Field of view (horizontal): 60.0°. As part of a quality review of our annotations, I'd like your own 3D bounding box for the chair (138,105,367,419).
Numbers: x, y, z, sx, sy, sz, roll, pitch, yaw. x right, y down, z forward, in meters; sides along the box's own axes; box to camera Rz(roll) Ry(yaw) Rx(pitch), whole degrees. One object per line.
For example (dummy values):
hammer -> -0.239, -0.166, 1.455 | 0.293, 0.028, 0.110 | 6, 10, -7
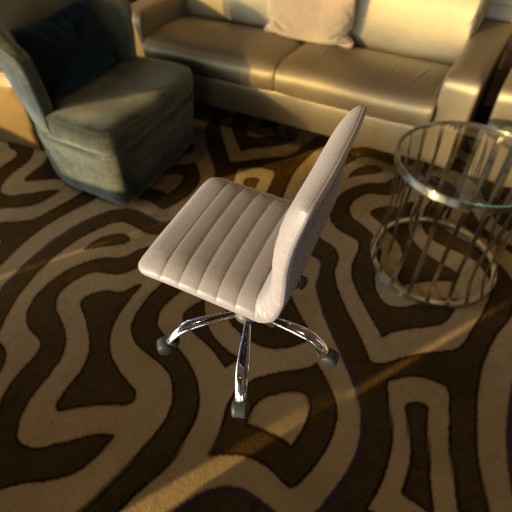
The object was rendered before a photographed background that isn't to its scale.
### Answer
chair -> 0.000, 0.000, 1.163 | 0.542, 0.750, 0.569 | 17, 49, 16
